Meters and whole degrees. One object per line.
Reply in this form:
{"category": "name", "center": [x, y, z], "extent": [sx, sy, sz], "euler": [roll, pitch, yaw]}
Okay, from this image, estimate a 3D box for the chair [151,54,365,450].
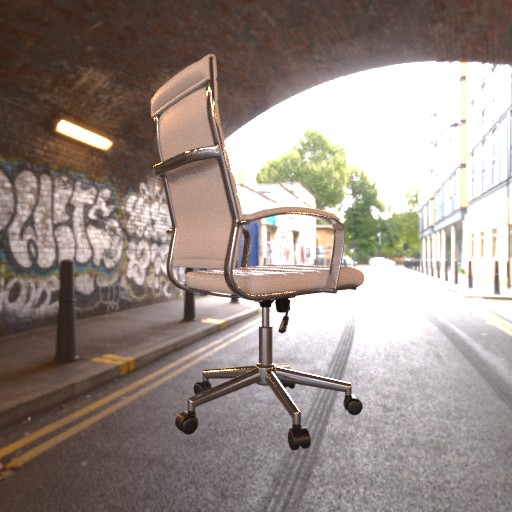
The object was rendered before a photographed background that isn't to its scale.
{"category": "chair", "center": [0.000, 0.000, 1.602], "extent": [0.679, 1.149, 0.679], "euler": [0, 0, -35]}
